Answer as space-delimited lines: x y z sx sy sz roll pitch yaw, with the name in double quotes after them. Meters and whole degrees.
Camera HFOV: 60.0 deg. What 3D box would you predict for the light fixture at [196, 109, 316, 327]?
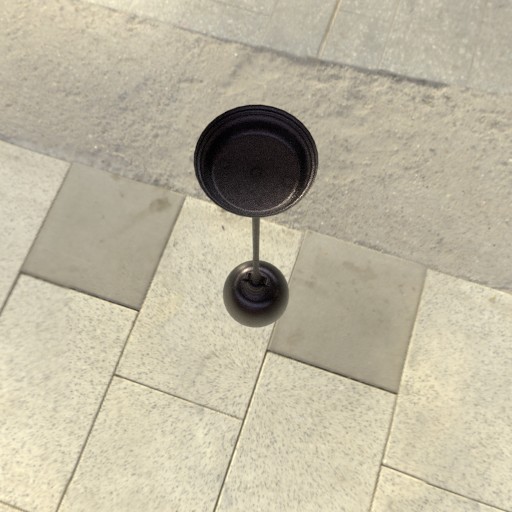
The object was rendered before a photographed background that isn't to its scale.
0.000 0.000 0.851 0.182 0.768 0.182 16 75 4 "light fixture"
